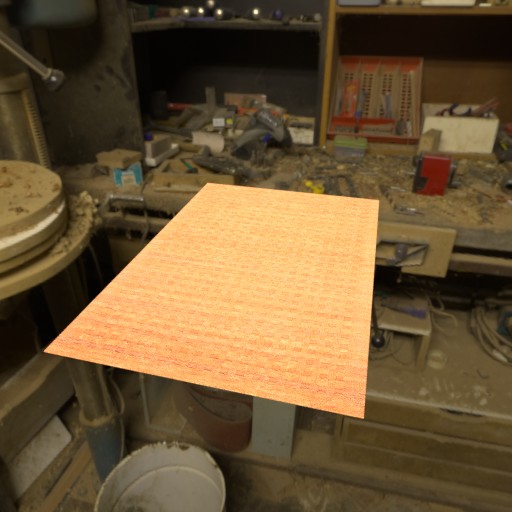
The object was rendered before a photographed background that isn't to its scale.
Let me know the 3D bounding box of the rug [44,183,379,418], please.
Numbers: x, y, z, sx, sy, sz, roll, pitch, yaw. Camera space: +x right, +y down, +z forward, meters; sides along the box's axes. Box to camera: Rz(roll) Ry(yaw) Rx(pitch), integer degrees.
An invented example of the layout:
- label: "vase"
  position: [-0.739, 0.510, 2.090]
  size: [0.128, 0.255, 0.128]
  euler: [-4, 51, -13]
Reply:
- label: "rug"
  position: [0.000, 0.000, 2.934]
  size: [1.524, 0.006, 2.285]
  euler: [8, 32, 13]
